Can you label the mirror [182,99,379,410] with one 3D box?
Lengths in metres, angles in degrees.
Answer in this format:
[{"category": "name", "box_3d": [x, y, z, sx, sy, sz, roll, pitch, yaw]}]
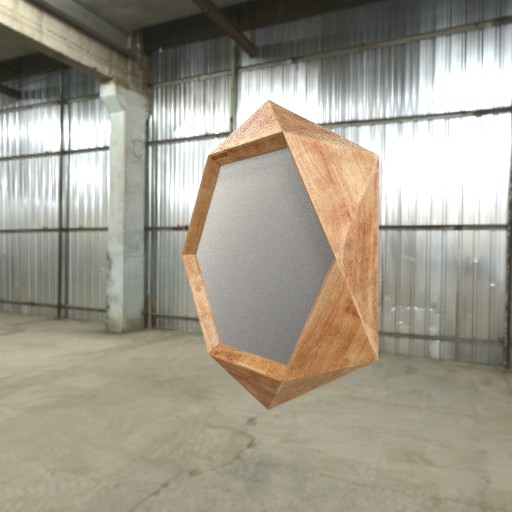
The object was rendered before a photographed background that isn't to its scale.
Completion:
[{"category": "mirror", "box_3d": [0.000, 0.000, 1.088, 0.091, 0.779, 0.675, -1, 1, -37]}]
